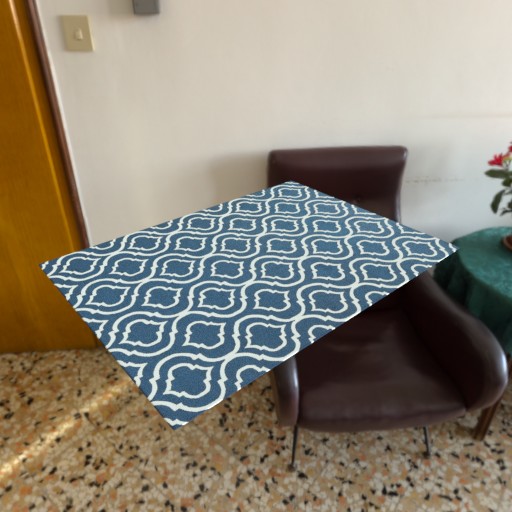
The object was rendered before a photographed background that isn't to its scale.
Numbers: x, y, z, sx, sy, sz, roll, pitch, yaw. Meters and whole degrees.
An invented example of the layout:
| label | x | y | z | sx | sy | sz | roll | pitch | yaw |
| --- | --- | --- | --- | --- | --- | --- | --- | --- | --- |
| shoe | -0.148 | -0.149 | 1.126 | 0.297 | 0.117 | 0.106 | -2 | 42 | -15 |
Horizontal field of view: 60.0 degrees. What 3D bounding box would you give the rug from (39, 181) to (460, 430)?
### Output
| label | x | y | z | sx | sy | sz | roll | pitch | yaw |
| --- | --- | --- | --- | --- | --- | --- | --- | --- | --- |
| rug | 0.000 | 0.000 | 4.342 | 3.353 | 0.010 | 2.438 | -24 | 38 | -34 |
